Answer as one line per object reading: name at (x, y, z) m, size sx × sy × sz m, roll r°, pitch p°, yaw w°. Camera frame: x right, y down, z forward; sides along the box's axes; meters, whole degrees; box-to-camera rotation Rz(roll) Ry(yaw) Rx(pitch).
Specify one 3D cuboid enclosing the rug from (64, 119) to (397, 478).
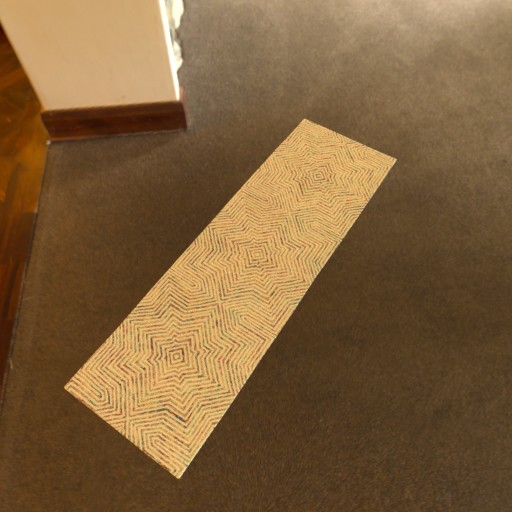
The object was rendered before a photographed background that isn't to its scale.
rug at (0.000, 0.000, 2.716) m, size 0.771 × 0.009 × 2.443 m, roll 30°, pitch 63°, yaw 17°
